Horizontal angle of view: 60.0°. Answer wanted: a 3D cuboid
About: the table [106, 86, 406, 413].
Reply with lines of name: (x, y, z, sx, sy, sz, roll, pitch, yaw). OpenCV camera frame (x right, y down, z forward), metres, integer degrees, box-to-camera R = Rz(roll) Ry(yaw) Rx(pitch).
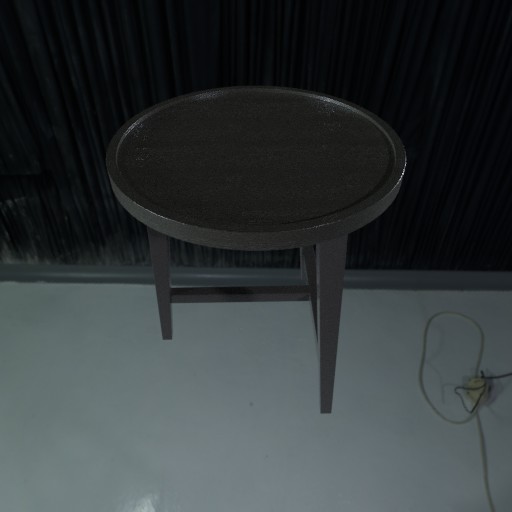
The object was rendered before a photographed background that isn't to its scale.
table: (0.000, 0.000, 0.938, 0.500, 0.531, 0.500, 0, 42, 0)
